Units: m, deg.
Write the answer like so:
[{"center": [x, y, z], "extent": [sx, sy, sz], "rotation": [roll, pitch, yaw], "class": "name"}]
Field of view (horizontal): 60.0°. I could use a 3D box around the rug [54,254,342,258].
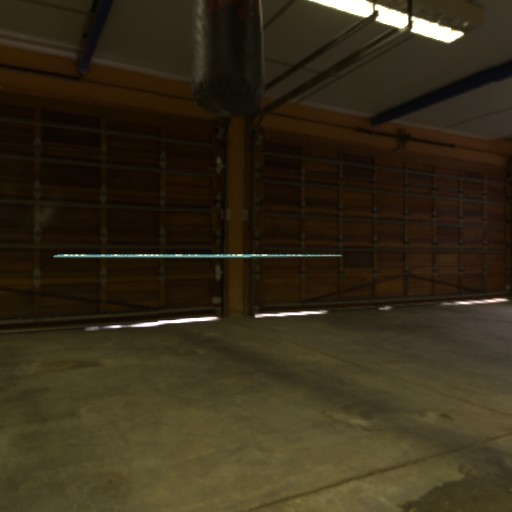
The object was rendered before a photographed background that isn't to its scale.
[{"center": [0.000, 0.000, 2.352], "extent": [0.662, 0.011, 2.196], "rotation": [0, 0, 17], "class": "rug"}]
